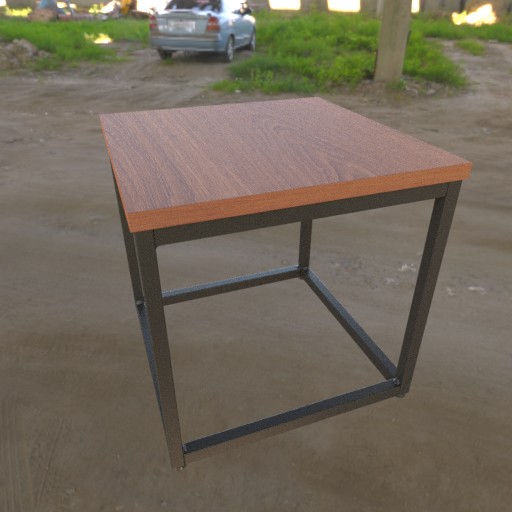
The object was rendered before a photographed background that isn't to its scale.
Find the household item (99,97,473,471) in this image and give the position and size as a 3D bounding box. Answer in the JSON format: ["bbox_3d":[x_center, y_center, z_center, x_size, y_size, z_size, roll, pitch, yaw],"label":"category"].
[{"bbox_3d":[0.000,0.000,0.730,0.400,0.400,0.400,-11,33,-17],"label":"household item"}]
